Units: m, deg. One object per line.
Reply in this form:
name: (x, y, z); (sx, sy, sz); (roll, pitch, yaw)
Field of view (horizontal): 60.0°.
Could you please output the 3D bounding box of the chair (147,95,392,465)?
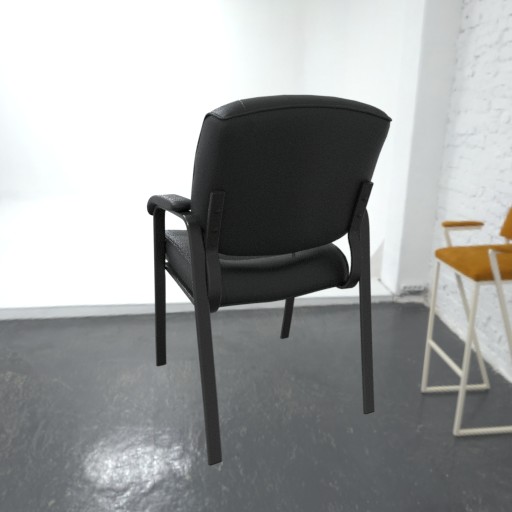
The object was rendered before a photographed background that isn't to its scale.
chair: (0.000, 0.000, 1.378); (0.591, 0.910, 0.668); (-7, 18, -24)
